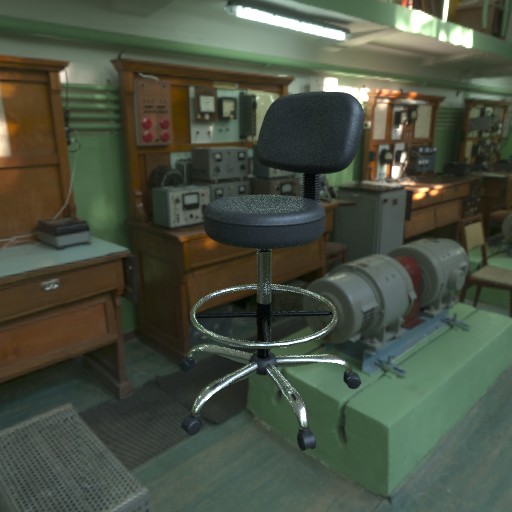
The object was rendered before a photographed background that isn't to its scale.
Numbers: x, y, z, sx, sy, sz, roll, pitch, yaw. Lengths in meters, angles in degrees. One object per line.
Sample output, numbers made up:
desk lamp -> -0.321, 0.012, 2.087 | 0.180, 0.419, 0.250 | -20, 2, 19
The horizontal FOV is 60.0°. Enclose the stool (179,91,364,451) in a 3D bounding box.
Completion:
stool -> 0.000, 0.000, 1.499 | 0.694, 1.069, 0.658 | 16, 23, 42
